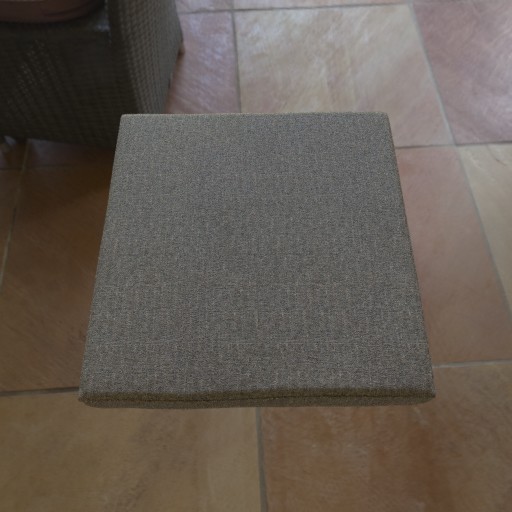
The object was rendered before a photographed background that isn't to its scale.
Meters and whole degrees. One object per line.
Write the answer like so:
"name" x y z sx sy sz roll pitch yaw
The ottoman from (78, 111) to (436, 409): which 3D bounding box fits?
"ottoman" 0.000 0.000 1.527 0.981 0.379 1.016 0 65 0
